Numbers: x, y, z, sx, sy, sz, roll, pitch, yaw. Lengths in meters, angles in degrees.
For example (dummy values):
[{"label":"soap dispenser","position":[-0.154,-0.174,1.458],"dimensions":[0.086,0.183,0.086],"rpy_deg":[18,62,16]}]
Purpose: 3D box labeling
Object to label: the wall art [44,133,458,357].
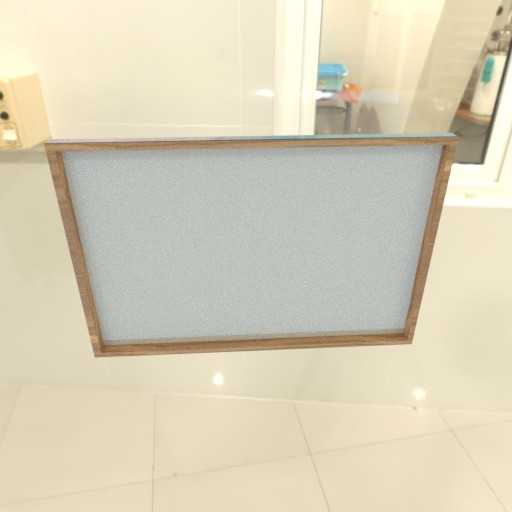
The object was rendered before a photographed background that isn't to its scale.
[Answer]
[{"label":"wall art","position":[0.000,0.000,1.137],"dimensions":[0.911,0.605,0.037],"rpy_deg":[-2,30,-3]}]
